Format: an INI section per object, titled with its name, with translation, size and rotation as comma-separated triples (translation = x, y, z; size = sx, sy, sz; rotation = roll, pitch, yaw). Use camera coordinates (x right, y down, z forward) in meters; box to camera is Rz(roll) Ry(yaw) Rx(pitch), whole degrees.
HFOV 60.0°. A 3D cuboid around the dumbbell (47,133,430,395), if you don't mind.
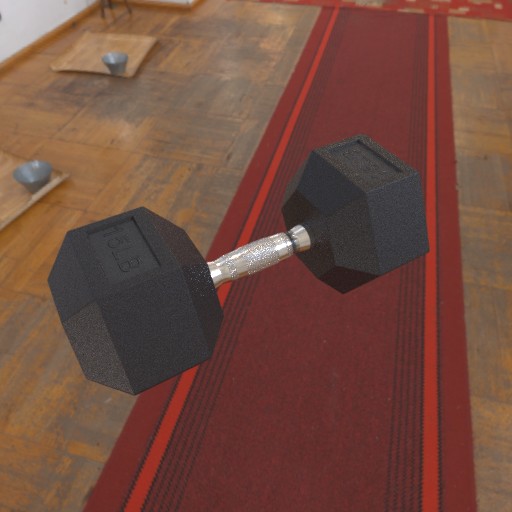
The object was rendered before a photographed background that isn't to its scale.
[dumbbell]
translation = 0.000, 0.000, 0.328
size = 0.271, 0.106, 0.122
rotation = -22, 50, -20
